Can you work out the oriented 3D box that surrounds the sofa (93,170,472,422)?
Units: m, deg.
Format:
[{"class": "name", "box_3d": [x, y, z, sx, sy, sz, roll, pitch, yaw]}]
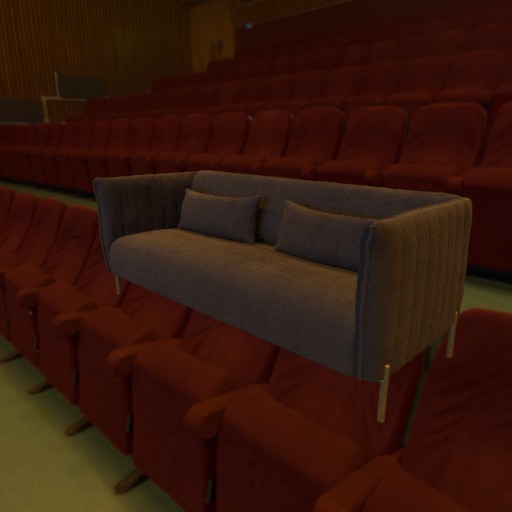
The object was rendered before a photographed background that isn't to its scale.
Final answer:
[{"class": "sofa", "box_3d": [0.000, 0.000, 2.425, 1.980, 0.780, 0.876, 15, 22, 42]}]
